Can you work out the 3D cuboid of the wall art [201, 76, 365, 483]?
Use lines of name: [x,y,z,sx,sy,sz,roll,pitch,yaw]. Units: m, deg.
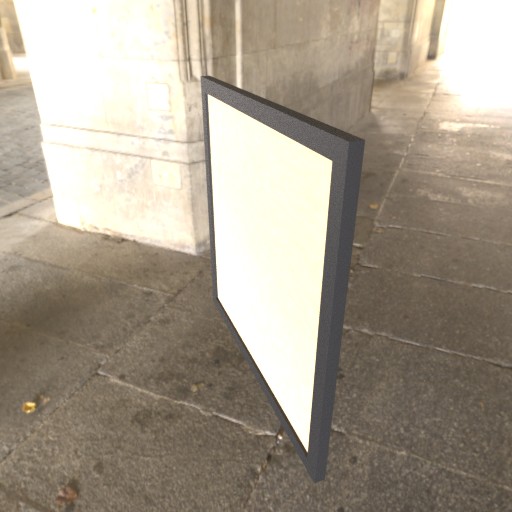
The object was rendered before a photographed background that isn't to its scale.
wall art: [0.000,0.000,0.521,0.013,0.356,0.356,-11,31,-19]
